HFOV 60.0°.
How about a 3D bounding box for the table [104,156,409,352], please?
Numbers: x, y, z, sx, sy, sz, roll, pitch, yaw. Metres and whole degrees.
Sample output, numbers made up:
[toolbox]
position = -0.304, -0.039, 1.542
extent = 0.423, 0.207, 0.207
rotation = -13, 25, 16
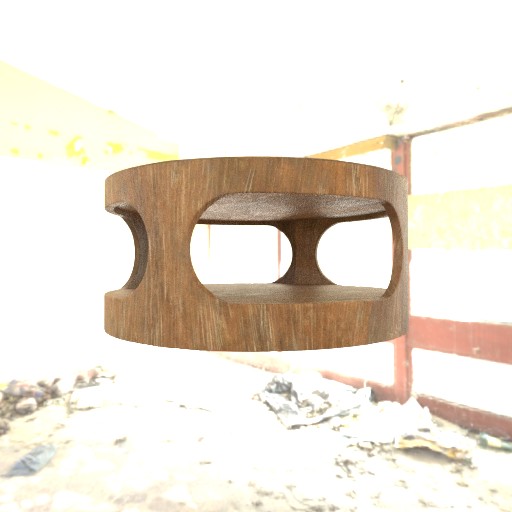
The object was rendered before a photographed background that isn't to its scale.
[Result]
[table]
position = 0.000, 0.000, 1.502
extent = 0.974, 0.450, 0.974
rotation = 0, -1, 0
